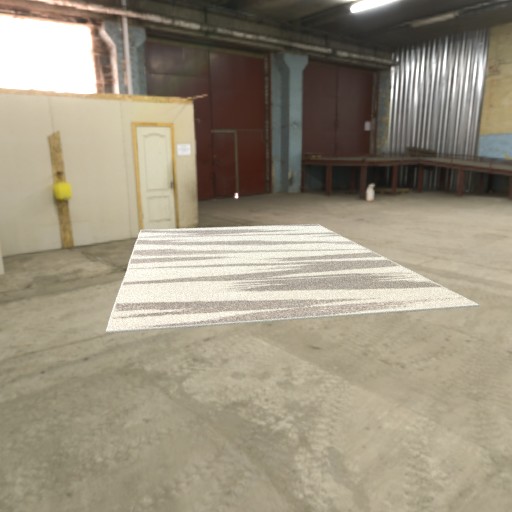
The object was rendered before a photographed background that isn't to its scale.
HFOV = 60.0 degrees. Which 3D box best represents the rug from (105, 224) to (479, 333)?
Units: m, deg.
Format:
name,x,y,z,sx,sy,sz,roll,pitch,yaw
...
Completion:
name,x,y,z,sx,sy,sz,roll,pitch,yaw
rug,0.000,0.000,2.763,1.533,0.010,2.142,-3,14,-11
